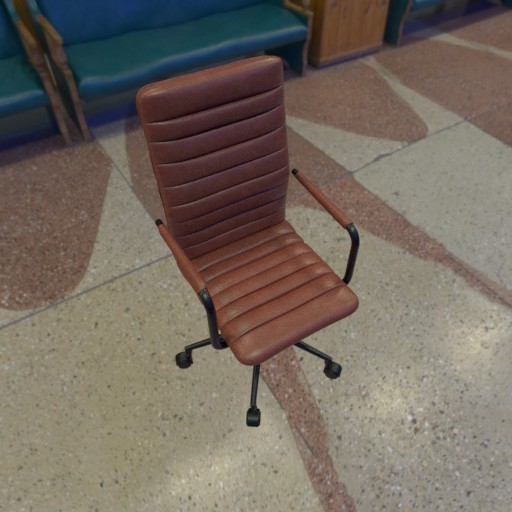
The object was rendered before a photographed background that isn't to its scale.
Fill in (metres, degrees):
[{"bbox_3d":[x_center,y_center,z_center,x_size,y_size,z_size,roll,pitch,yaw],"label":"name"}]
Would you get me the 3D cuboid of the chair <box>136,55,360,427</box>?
[{"bbox_3d":[0.000,0.000,1.342,0.608,0.979,0.580,-24,51,-21],"label":"chair"}]
